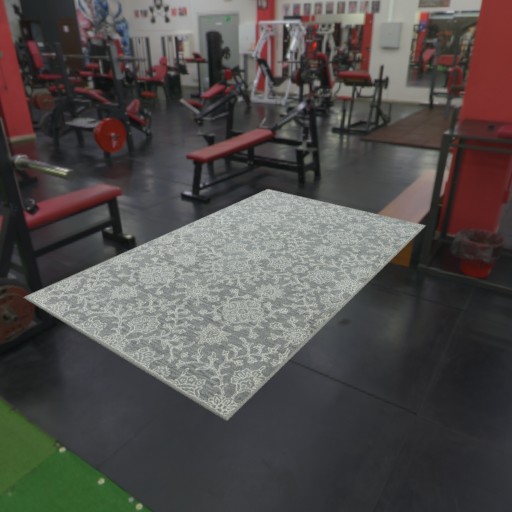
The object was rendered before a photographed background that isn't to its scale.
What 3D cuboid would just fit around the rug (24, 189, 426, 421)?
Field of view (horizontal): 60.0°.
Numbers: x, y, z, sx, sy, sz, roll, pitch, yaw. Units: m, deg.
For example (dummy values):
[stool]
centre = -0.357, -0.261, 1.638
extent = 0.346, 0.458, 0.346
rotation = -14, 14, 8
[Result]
[rug]
centre = 0.000, 0.000, 3.010
extent = 1.515, 0.010, 2.430
rotation = 18, 32, 32
